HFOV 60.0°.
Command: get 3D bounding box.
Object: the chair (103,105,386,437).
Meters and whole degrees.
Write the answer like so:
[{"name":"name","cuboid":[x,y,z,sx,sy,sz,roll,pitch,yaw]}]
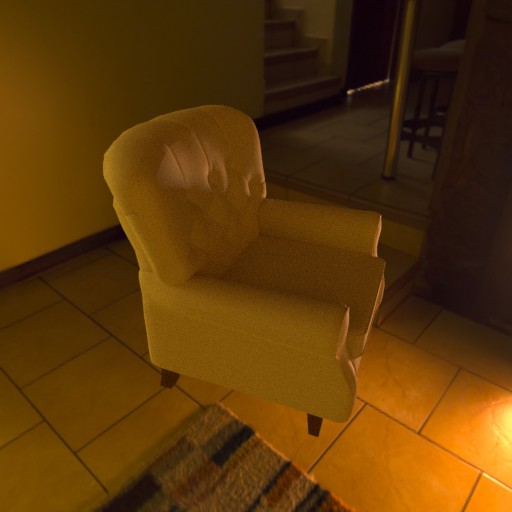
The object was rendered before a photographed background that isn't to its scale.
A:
[{"name":"chair","cuboid":[0.000,0.000,2.035,1.132,1.169,1.035,12,33,18]}]
